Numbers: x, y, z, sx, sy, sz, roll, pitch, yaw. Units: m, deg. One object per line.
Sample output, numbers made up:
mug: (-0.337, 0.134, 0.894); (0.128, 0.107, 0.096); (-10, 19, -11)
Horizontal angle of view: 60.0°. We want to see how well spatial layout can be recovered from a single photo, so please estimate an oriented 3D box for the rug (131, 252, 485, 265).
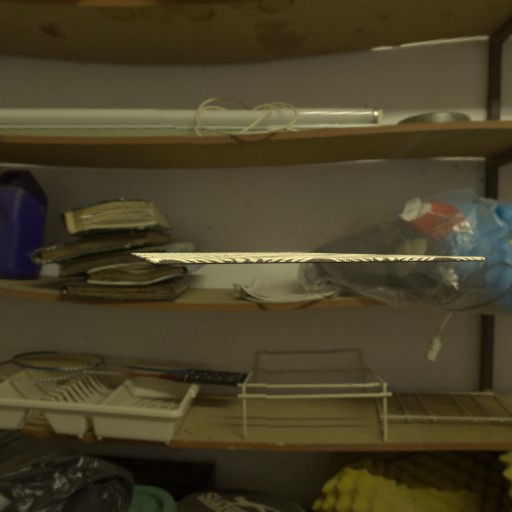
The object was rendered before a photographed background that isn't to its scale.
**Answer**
rug: (0.000, 0.000, 2.326); (1.210, 0.016, 1.833); (0, 1, -17)
